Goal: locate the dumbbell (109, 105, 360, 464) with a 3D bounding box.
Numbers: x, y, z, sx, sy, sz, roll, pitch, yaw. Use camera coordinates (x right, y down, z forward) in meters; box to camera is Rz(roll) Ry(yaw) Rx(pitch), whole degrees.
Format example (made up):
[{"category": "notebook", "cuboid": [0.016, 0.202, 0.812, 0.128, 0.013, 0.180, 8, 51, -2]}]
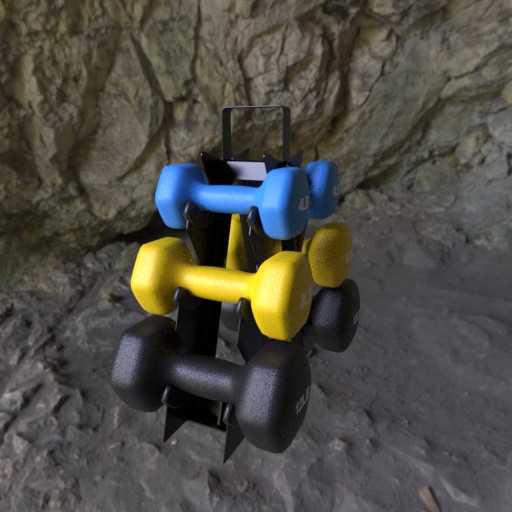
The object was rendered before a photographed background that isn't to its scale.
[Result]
[{"category": "dumbbell", "cuboid": [0.000, 0.000, 0.665, 0.255, 0.426, 0.409, 7, 17, 25]}]
